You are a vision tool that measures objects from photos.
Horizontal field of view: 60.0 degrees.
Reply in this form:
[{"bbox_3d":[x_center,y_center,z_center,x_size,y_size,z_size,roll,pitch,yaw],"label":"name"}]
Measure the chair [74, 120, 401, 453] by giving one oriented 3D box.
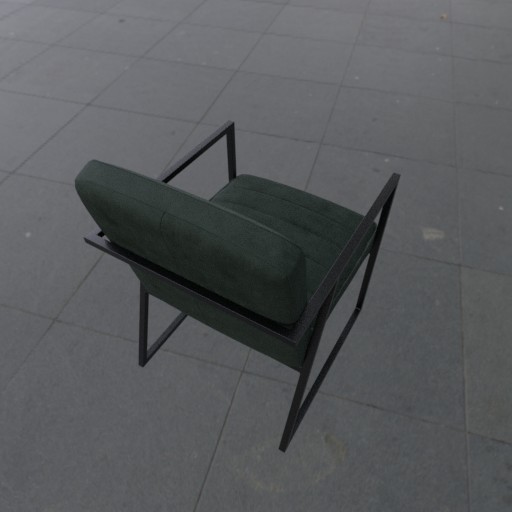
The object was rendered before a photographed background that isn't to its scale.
[{"bbox_3d":[0.000,0.000,1.295,0.571,0.833,0.677,24,51,21],"label":"chair"}]
